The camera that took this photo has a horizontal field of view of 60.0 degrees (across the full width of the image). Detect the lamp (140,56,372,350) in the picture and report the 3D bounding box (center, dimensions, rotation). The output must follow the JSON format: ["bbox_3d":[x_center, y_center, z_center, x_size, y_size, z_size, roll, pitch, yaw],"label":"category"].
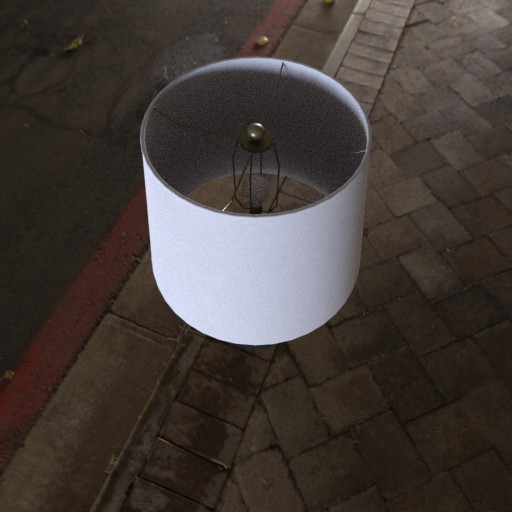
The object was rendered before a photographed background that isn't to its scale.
[{"bbox_3d":[0.000,0.000,0.531,0.239,0.399,0.239,0,58,0],"label":"lamp"}]
